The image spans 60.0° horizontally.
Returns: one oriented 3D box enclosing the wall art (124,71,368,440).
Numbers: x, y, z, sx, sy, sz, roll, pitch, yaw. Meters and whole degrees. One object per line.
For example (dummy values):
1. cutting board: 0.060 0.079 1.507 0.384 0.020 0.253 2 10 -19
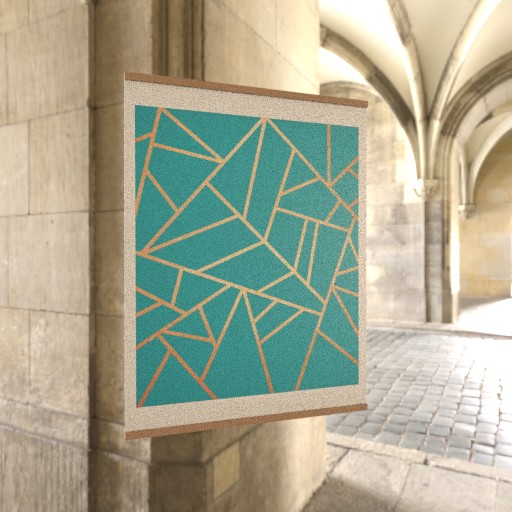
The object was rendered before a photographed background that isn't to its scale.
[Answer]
1. wall art: 0.000 0.000 0.807 0.459 0.608 0.012 0 0 -18
